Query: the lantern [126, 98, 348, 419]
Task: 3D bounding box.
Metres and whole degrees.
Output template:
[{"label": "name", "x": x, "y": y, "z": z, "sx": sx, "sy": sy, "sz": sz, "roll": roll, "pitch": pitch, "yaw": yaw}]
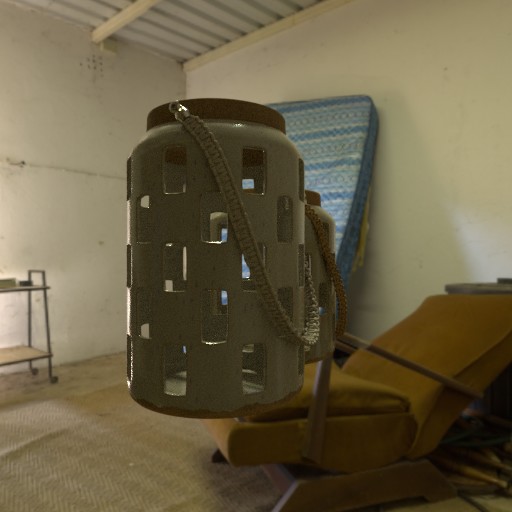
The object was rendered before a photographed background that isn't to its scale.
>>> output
[{"label": "lantern", "x": 0.000, "y": 0.000, "z": 0.501, "sx": 0.184, "sy": 0.255, "sz": 0.347, "roll": 0, "pitch": 0, "yaw": 19}]
